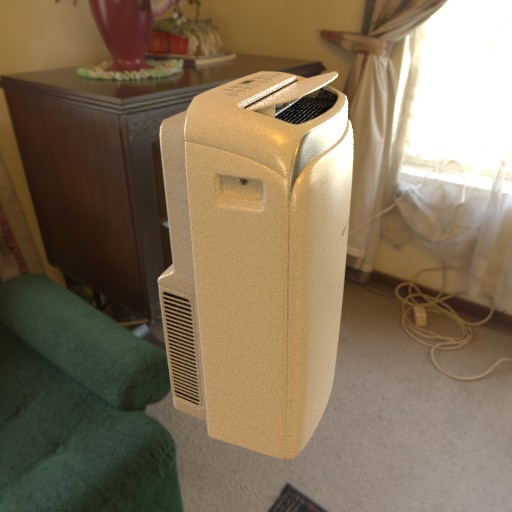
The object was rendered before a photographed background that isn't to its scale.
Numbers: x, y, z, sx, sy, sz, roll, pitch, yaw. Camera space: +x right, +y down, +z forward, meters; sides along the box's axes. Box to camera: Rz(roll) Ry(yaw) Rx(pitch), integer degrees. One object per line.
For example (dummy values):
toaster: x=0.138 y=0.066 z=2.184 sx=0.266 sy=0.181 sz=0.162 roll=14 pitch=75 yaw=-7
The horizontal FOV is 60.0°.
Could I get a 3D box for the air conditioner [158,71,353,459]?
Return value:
air conditioner: x=0.000 y=0.000 z=1.034 sx=0.414 sy=0.786 sz=0.449 roll=10 pitch=31 yaw=17
